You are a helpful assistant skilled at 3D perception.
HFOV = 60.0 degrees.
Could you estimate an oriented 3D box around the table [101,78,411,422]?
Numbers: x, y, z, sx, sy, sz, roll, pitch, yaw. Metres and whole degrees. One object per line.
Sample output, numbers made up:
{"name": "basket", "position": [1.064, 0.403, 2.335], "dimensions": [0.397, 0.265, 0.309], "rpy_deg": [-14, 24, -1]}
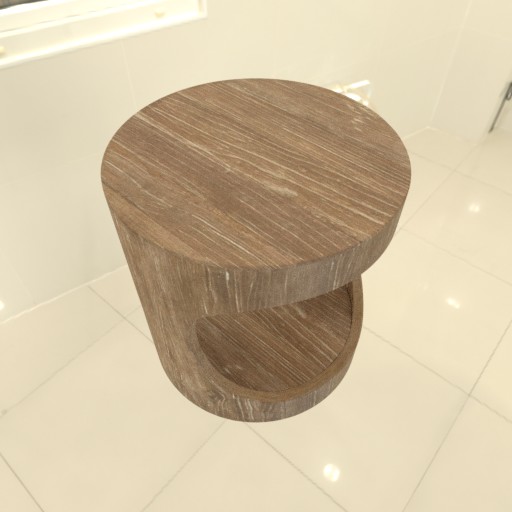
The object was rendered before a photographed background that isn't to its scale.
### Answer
{"name": "table", "position": [0.000, 0.000, 0.977], "dimensions": [0.527, 0.551, 0.527], "rpy_deg": [0, 49, 0]}
